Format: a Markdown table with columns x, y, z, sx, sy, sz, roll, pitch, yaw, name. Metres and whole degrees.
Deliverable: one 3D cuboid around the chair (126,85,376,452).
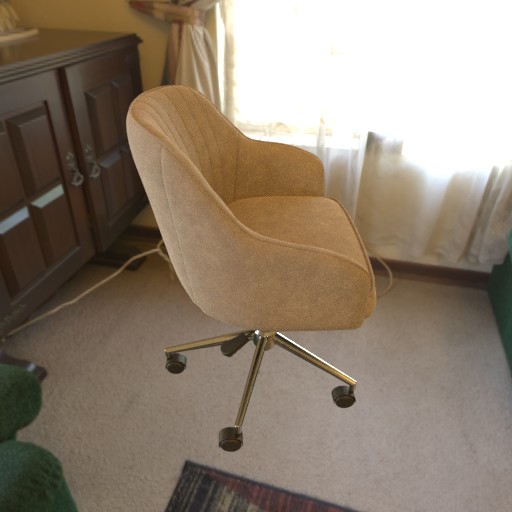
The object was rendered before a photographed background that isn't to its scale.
| x | y | z | sx | sy | sz | roll | pitch | yaw | name |
| --- | --- | --- | --- | --- | --- | --- | --- | --- | --- |
| 0.000 | 0.000 | 1.217 | 0.573 | 0.831 | 0.635 | -1 | 33 | -1 | chair |
